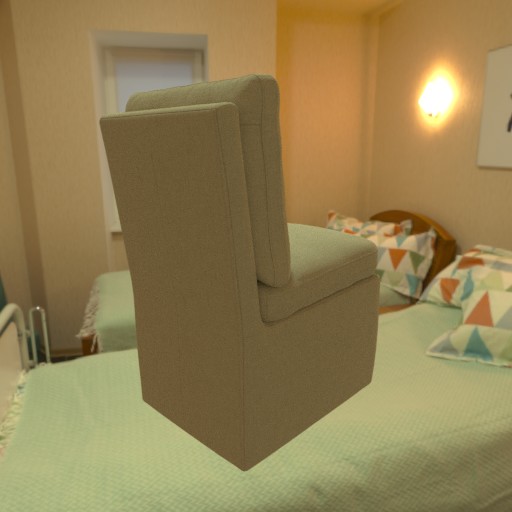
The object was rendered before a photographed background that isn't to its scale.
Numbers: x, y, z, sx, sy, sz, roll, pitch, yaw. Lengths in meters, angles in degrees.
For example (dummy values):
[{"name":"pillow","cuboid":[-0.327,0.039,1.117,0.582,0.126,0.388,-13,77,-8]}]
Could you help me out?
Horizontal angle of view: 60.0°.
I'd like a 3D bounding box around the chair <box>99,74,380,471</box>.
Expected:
[{"name":"chair","cuboid":[0.000,0.000,1.323,0.503,0.927,0.698,13,19,43]}]
